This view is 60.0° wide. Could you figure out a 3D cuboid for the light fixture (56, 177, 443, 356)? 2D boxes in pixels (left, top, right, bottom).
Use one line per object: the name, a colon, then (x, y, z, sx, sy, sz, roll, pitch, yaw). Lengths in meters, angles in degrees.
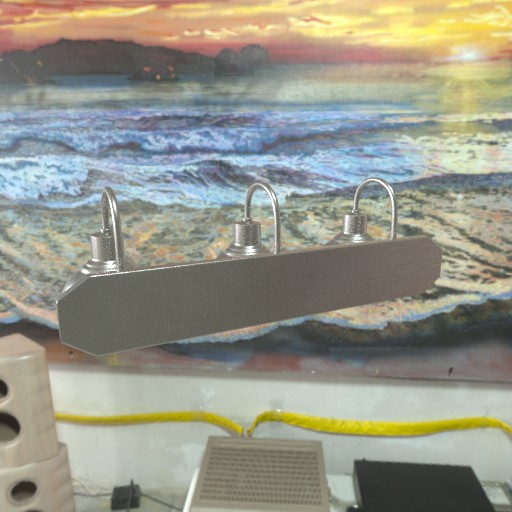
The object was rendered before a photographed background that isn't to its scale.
light fixture: (0.000, 0.000, 0.754, 0.634, 0.254, 0.229, -7, 15, -26)
